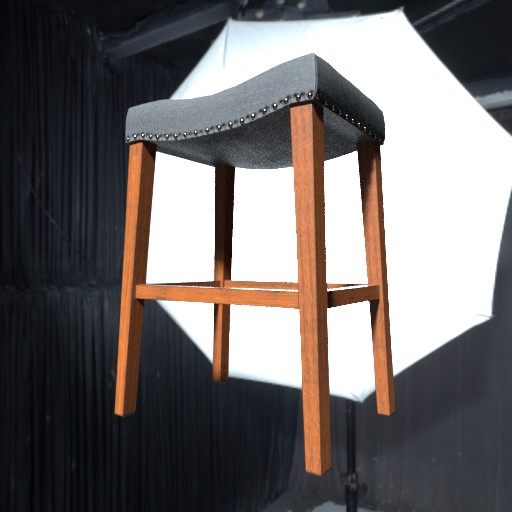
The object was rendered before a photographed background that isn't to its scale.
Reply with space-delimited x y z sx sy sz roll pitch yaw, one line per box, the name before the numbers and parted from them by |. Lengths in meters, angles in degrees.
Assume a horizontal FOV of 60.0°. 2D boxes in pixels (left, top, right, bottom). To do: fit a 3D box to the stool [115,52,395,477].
stool | 0.000 0.000 0.862 0.439 0.612 0.320 -1 -1 35
